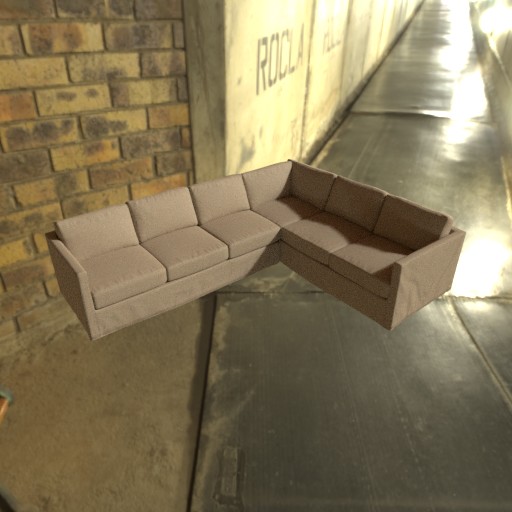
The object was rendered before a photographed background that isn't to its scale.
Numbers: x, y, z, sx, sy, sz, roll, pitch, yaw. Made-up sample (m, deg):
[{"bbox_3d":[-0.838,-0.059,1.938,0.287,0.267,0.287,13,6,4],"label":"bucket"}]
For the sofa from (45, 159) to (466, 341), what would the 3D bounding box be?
[{"bbox_3d":[0.000,0.000,4.292,3.182,0.871,2.432,-21,36,-32],"label":"sofa"}]
